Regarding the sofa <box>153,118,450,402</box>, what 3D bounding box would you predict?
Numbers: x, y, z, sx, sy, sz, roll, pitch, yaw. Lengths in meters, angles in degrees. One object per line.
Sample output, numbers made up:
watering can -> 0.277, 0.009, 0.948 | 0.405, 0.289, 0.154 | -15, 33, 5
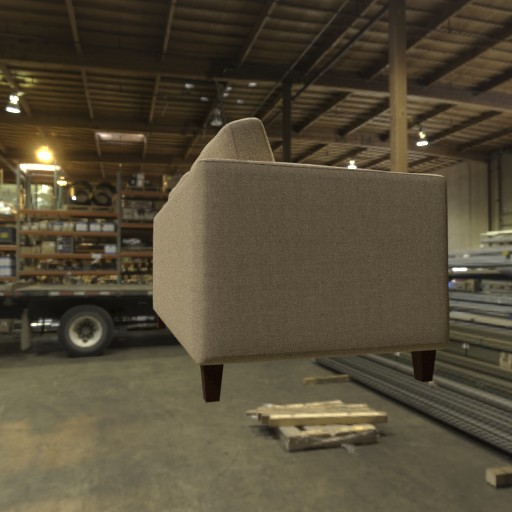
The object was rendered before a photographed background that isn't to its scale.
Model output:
sofa -> 0.000, 0.000, 2.356 | 0.950, 0.963, 1.884 | 0, -1, -17
